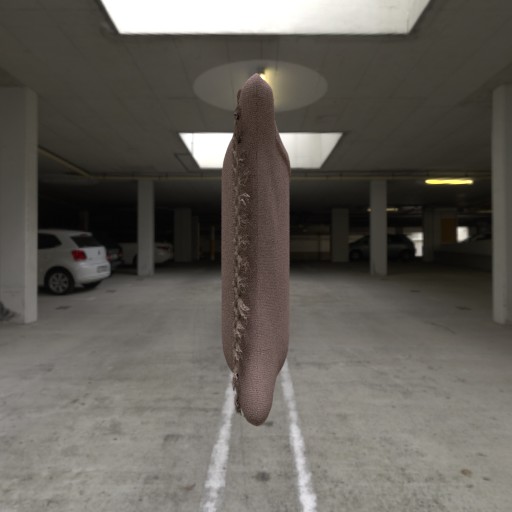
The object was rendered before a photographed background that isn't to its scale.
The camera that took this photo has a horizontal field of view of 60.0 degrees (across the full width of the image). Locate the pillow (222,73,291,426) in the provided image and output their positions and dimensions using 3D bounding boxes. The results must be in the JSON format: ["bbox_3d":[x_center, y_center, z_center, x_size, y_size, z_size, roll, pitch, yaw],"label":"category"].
[{"bbox_3d":[0.000,0.000,0.596,0.084,0.305,0.466,0,-1,0],"label":"pillow"}]
